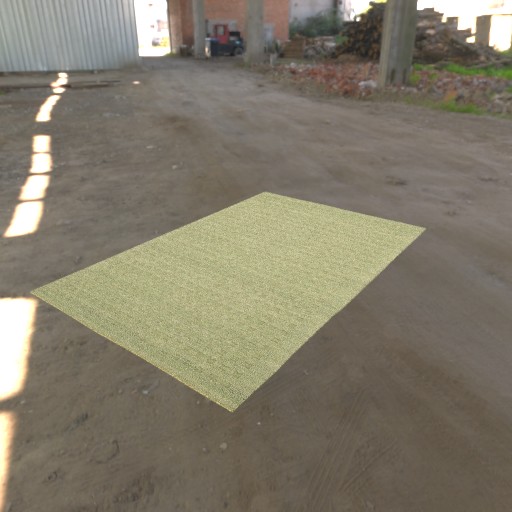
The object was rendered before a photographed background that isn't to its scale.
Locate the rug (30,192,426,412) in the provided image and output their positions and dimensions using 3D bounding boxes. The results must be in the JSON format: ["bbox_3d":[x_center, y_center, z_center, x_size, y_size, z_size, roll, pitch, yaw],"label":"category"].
[{"bbox_3d":[0.000,0.000,2.236,1.143,0.006,1.747,18,32,33],"label":"rug"}]
